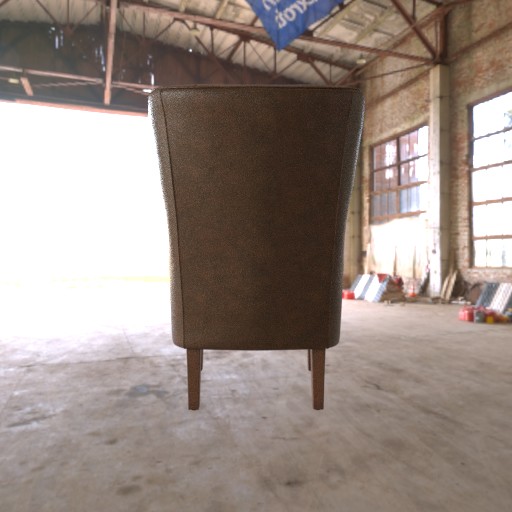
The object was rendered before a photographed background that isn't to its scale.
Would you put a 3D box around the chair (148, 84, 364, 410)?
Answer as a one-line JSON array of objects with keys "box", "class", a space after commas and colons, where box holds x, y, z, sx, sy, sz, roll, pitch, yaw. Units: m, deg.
[{"box": [0.000, 0.000, 1.659, 0.692, 1.048, 0.914, 0, 0, 0], "class": "chair"}]
